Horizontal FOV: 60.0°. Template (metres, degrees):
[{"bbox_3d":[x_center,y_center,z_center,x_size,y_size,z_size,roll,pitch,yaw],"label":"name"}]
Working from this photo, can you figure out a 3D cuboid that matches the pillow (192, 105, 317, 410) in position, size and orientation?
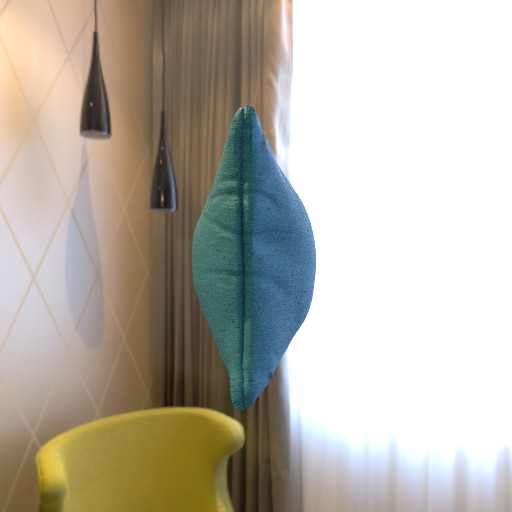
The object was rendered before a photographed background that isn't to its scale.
[{"bbox_3d":[0.000,0.000,0.798,0.210,0.338,0.633,0,0,1],"label":"pillow"}]
